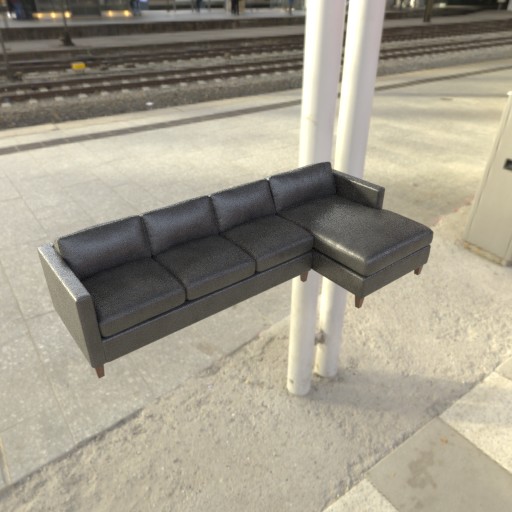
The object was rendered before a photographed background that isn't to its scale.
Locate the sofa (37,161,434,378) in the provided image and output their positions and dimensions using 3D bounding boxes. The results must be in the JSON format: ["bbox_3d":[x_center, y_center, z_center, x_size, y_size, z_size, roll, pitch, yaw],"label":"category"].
[{"bbox_3d":[0.000,0.000,3.982,3.203,0.883,1.581,-22,37,-32],"label":"sofa"}]
